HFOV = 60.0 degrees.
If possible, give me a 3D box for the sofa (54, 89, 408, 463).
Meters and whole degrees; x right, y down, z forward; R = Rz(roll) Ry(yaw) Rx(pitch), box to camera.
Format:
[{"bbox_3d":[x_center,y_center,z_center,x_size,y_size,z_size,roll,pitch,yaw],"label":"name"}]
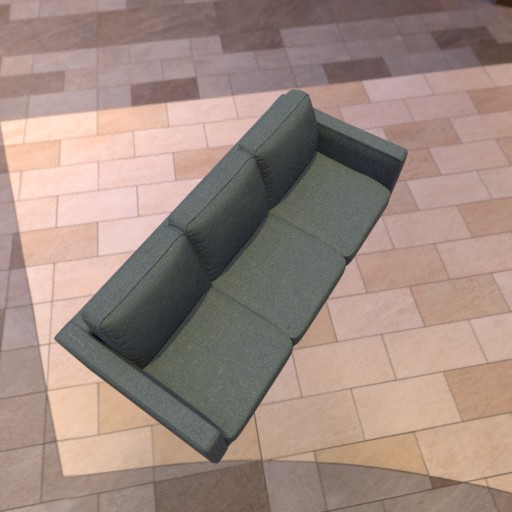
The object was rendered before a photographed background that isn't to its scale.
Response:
[{"bbox_3d":[0.000,0.000,2.552,0.935,0.945,2.013,30,64,16],"label":"sofa"}]
